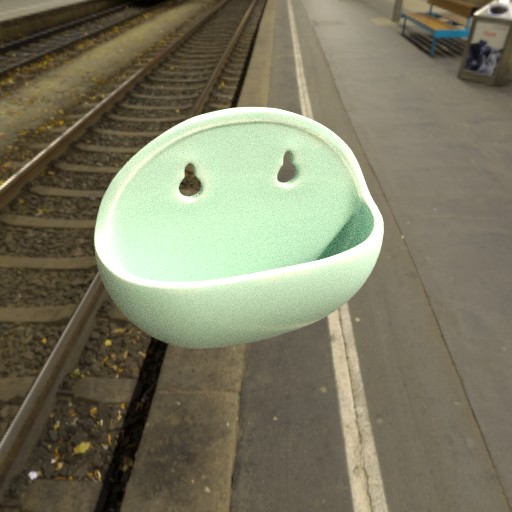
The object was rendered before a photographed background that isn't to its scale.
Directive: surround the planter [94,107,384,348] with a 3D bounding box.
[{"bbox_3d":[0.000,0.000,0.276,0.189,0.164,0.073,-11,36,-15],"label":"planter"}]
